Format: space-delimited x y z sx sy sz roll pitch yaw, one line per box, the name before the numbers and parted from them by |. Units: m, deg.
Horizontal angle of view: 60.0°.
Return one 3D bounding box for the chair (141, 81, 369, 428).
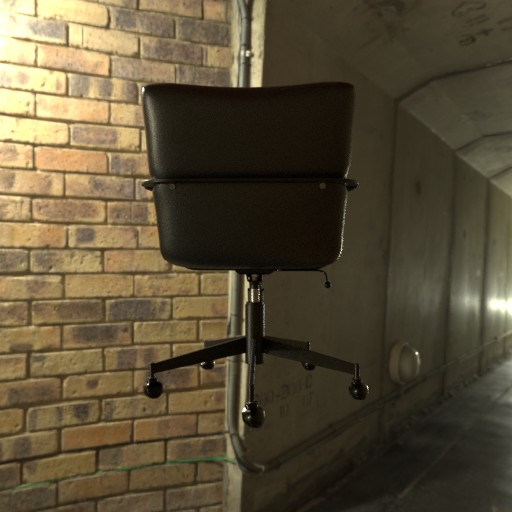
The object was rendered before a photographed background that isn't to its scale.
chair | 0.000 0.000 1.522 0.719 0.922 0.748 0 0 1
